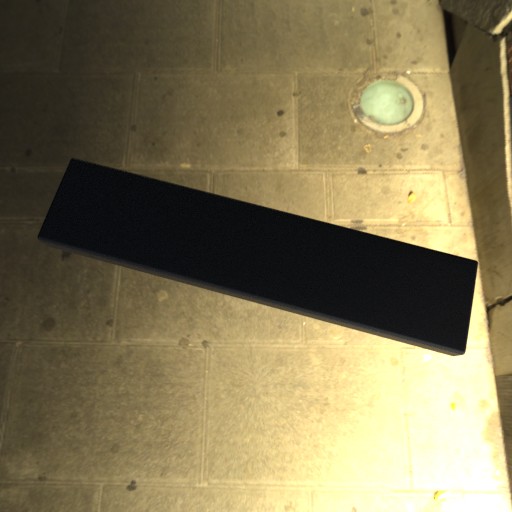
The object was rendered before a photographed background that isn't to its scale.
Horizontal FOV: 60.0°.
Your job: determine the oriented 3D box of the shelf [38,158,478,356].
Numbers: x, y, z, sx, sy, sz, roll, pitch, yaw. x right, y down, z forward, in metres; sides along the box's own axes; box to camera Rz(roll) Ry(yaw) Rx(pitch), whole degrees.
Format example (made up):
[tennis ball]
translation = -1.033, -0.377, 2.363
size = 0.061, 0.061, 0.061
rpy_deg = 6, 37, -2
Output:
[shelf]
translation = 0.000, 0.000, 0.491
size = 0.456, 0.053, 0.102
rpy_deg = 15, 75, 4
